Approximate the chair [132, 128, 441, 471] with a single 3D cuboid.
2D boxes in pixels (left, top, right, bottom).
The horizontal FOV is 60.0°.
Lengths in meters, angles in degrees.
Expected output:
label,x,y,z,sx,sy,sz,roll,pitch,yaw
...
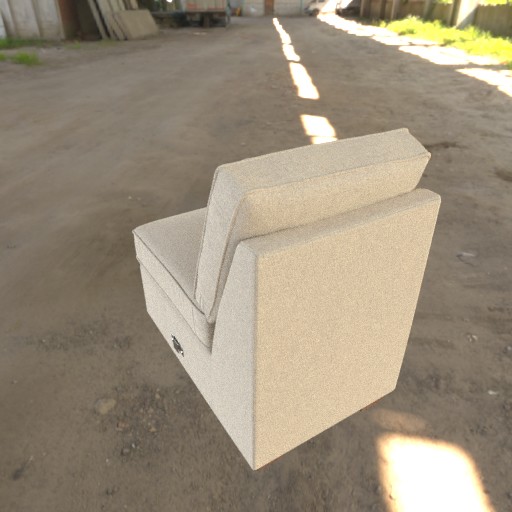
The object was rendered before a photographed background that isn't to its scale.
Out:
label,x,y,z,sx,sy,sz,roll,pitch,yaw
chair,0.000,0.000,1.562,0.621,0.970,0.938,-18,35,-27
